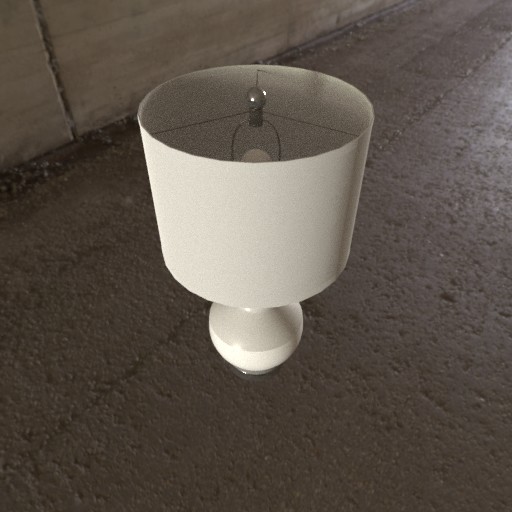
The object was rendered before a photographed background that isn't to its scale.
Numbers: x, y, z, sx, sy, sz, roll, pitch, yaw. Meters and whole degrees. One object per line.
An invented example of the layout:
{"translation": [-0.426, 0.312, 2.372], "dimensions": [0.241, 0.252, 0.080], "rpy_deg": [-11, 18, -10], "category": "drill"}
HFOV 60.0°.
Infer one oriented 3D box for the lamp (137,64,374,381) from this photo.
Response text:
{"translation": [0.000, 0.000, 0.884], "dimensions": [0.357, 0.673, 0.357], "rpy_deg": [1, 42, 1], "category": "lamp"}
